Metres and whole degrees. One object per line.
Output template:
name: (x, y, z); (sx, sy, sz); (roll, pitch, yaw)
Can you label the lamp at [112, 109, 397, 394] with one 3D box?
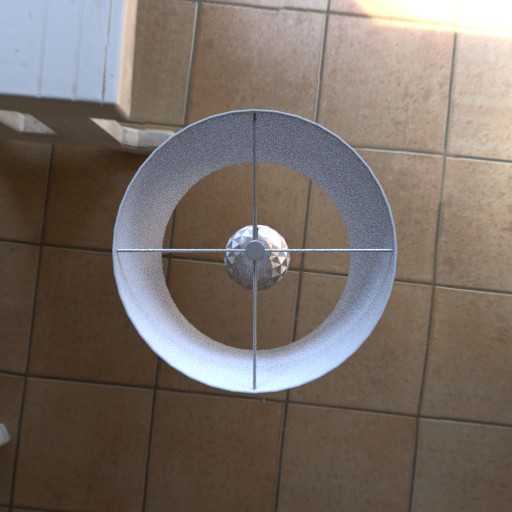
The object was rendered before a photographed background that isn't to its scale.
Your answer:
lamp: (0.000, 0.000, 0.718); (0.297, 0.522, 0.297); (0, 89, 0)
